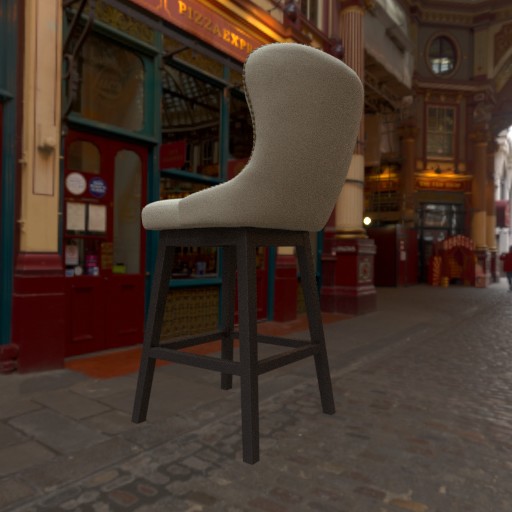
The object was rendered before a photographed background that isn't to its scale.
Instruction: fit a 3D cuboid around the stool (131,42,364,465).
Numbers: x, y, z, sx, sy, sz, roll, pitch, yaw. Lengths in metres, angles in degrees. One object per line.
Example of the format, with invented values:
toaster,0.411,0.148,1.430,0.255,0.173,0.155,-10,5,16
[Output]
stool,0.000,0.000,1.288,0.593,0.971,0.528,0,0,37
